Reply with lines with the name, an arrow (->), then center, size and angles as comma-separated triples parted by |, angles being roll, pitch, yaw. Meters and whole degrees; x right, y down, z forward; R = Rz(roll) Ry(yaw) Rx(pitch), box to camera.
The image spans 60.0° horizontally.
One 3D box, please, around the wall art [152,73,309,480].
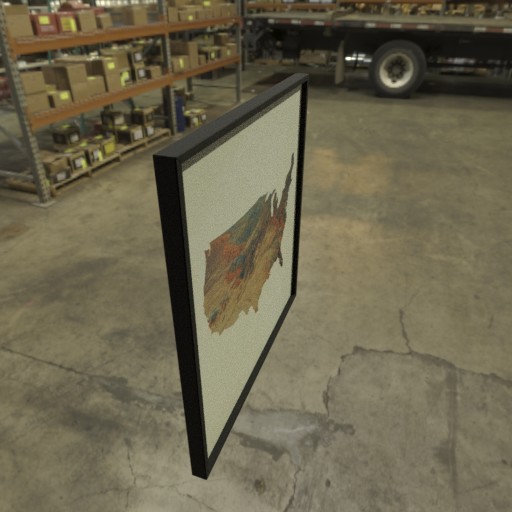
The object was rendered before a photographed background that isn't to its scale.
wall art -> 0.000, 0.000, 1.131 | 0.038, 0.762, 0.762 | 11, 33, 17
